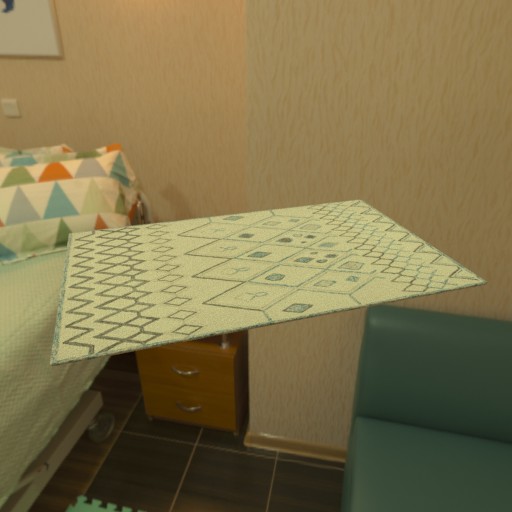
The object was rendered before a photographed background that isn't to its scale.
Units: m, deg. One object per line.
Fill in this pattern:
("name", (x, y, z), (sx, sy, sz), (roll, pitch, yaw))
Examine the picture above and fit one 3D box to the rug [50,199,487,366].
("rug", (0.000, 0.000, 2.978), (2.439, 0.015, 1.524), (-8, 28, -15))
